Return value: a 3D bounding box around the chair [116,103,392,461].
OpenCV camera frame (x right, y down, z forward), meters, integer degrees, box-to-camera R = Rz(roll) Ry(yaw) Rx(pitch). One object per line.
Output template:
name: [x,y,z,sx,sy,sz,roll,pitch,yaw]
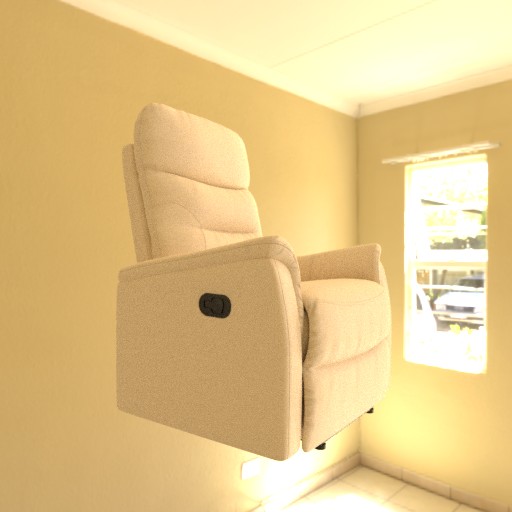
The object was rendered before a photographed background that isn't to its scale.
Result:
chair: [0.000,0.000,1.593,0.831,1.082,0.775,0,-1,36]
